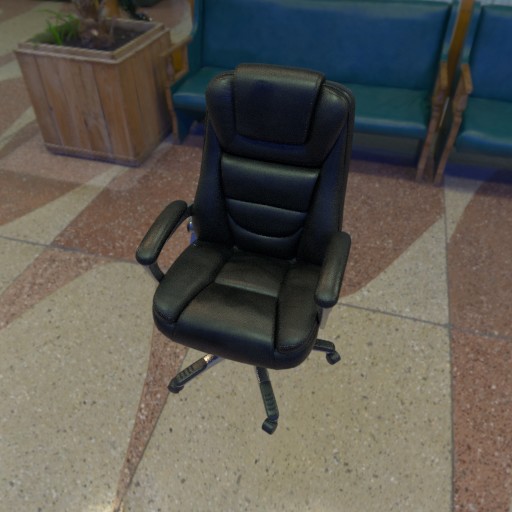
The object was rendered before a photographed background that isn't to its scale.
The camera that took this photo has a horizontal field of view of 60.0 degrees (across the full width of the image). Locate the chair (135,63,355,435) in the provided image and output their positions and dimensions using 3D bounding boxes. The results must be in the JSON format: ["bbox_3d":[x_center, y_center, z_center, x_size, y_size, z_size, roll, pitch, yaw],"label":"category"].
[{"bbox_3d":[0.000,0.000,1.514,0.697,1.075,0.689,12,43,13],"label":"chair"}]
